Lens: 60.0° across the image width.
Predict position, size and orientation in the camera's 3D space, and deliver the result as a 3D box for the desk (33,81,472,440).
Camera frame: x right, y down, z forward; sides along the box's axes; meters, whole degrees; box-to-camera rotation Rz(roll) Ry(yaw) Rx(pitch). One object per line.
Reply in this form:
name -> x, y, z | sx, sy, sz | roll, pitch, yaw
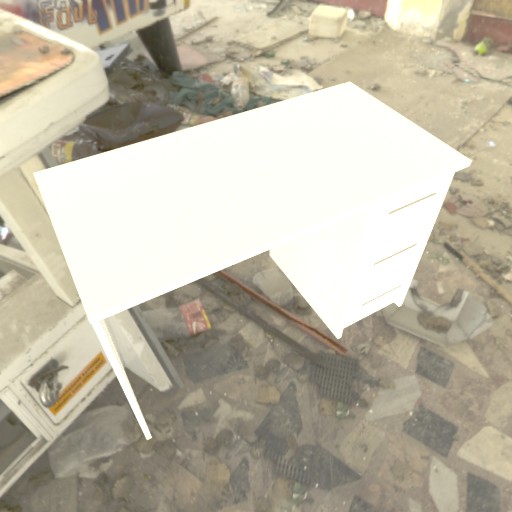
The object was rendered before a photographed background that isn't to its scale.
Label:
desk -> 0.000, 0.000, 1.511 | 1.097, 0.735, 0.560 | -23, 51, -20
